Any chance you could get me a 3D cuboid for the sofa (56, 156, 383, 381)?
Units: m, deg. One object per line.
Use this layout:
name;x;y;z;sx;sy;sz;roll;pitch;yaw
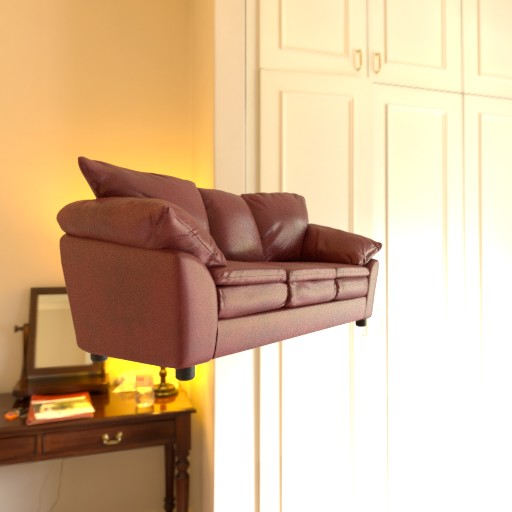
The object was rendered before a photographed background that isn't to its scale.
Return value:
sofa;0.000;0.000;2.900;0.907;1.091;2.390;-1;-1;36
